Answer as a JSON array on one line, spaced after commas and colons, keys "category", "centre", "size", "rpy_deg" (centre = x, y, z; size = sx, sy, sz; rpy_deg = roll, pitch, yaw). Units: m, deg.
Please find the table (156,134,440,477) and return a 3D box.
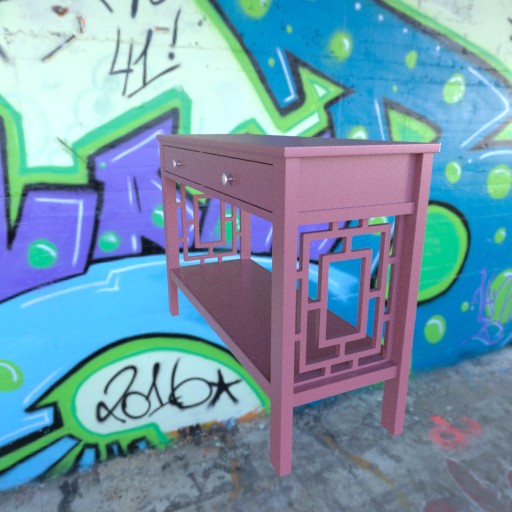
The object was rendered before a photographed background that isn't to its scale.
[{"category": "table", "centre": [0.000, 0.000, 1.460], "size": [0.397, 0.753, 1.068], "rpy_deg": [-7, 18, -24]}]
